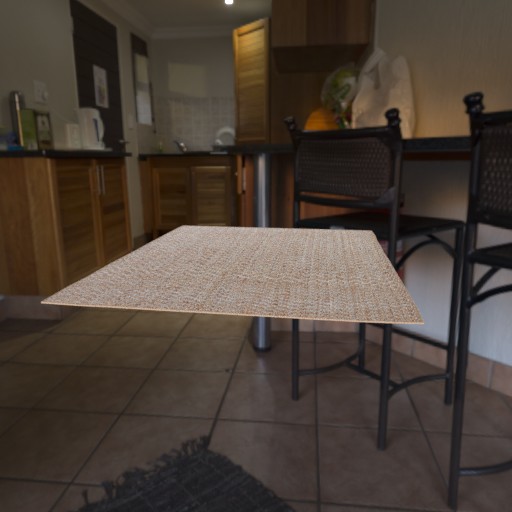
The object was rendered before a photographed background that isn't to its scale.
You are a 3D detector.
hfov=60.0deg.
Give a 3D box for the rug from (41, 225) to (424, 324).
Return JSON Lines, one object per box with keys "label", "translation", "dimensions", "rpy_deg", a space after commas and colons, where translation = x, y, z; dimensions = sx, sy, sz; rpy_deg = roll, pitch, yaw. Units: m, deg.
{"label": "rug", "translation": [0.000, 0.000, 4.162], "dimensions": [2.439, 0.013, 3.048], "rpy_deg": [2, 14, 8]}
